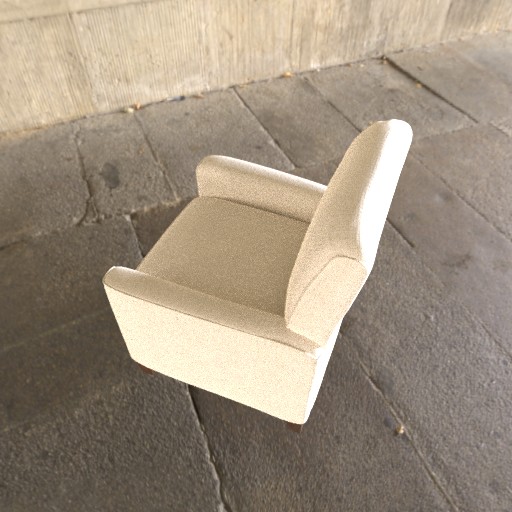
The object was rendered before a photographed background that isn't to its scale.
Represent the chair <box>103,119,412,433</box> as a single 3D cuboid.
[{"bbox_3d":[0.000,0.000,1.689,0.858,1.028,0.841,16,49,15],"label":"chair"}]
